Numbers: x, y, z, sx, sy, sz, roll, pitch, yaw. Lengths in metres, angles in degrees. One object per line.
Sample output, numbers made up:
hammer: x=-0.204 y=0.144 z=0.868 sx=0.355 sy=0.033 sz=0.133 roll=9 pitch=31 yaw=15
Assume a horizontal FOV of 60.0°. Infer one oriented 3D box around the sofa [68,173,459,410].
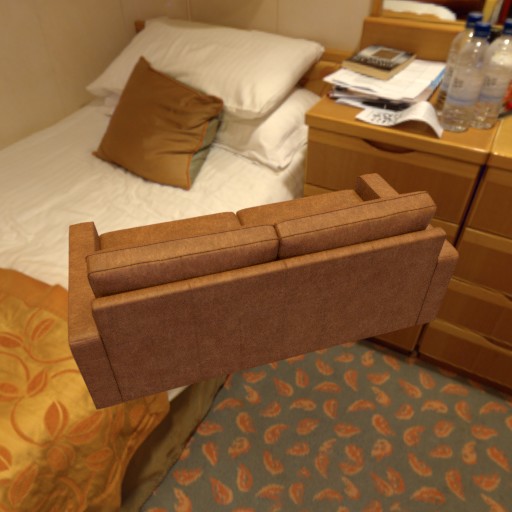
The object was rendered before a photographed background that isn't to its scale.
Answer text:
sofa: x=0.000 y=0.000 z=2.691 sx=2.156 sy=0.928 sz=0.991 roll=-12 pitch=42 yaw=-13
